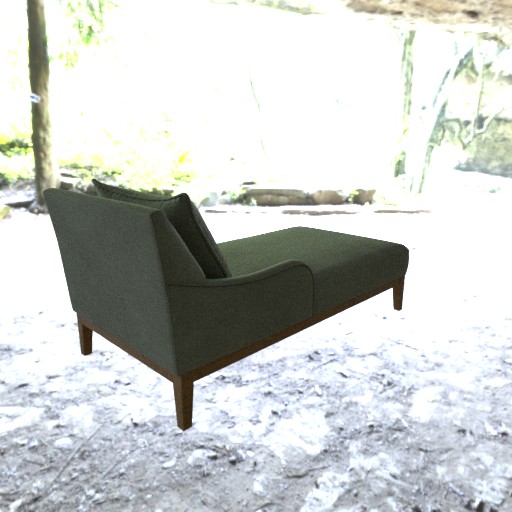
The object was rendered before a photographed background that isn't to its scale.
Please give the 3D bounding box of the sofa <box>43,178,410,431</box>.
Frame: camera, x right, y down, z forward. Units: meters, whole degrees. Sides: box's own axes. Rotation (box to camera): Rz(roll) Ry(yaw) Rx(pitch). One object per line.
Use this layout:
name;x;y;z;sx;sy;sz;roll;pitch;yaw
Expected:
sofa;0.000;0.000;2.351;0.894;0.859;1.779;15;21;43
